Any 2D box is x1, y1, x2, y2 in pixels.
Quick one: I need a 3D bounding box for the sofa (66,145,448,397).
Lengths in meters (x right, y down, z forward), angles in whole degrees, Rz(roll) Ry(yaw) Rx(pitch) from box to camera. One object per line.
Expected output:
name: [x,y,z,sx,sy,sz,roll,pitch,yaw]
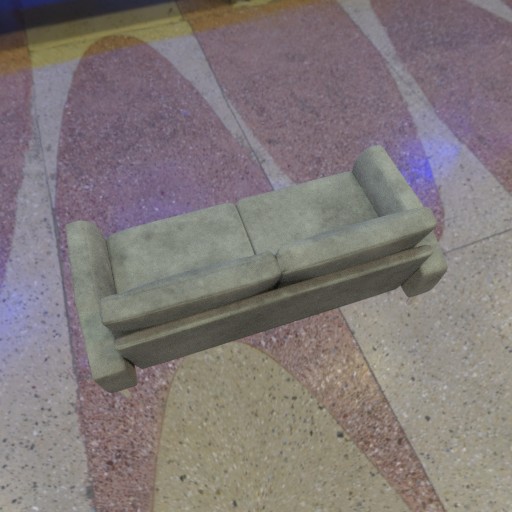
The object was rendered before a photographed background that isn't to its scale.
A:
sofa: [0.000,0.000,2.395,1.837,0.859,0.849,-16,59,-10]
